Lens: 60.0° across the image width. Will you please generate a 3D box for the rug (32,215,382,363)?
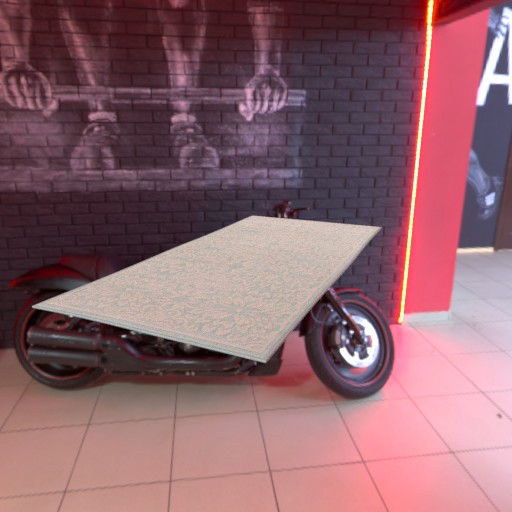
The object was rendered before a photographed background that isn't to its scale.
[{"bbox_3d":[0.000,0.000,1.451,0.604,0.007,1.219,7,18,24],"label":"rug"}]
